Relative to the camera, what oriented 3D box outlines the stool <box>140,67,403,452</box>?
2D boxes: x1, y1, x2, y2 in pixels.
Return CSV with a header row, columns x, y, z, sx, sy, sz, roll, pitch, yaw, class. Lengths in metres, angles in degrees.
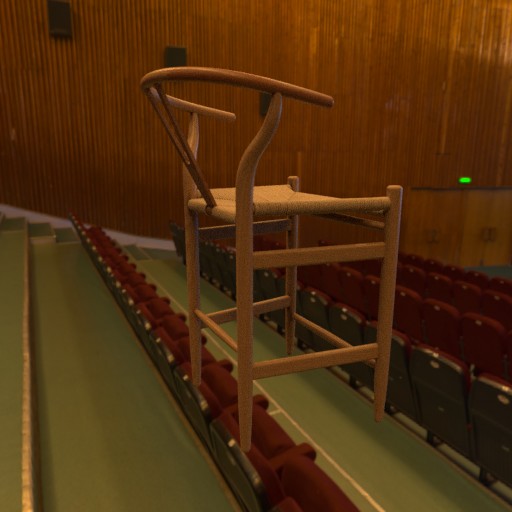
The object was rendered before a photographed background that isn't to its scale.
x,y,z,sx,sy,sz,roll,pitch,yaw,class
0.000,0.000,1.248,0.575,0.923,0.536,-7,15,-27,stool
